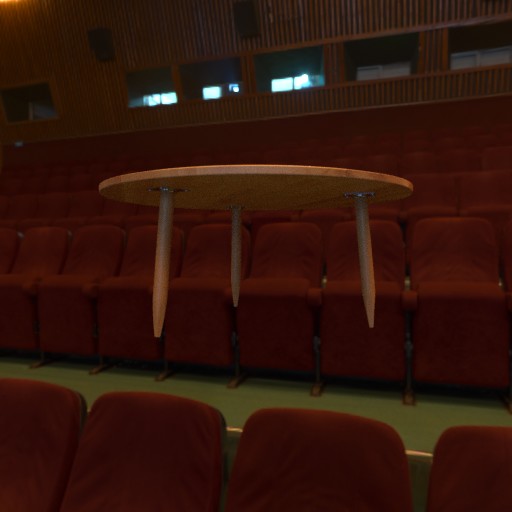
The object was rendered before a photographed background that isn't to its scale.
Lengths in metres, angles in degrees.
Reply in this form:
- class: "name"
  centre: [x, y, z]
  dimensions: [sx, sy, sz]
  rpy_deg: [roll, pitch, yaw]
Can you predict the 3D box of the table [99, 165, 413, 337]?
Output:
- class: "table"
  centre: [0.000, 0.000, 1.353]
  dimensions: [0.900, 0.400, 0.900]
  rpy_deg: [0, 1, 0]
